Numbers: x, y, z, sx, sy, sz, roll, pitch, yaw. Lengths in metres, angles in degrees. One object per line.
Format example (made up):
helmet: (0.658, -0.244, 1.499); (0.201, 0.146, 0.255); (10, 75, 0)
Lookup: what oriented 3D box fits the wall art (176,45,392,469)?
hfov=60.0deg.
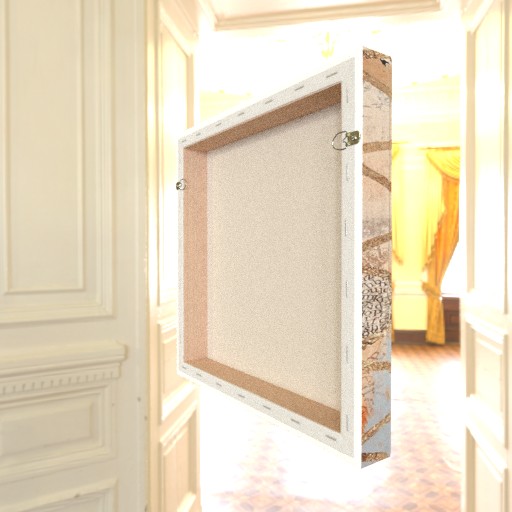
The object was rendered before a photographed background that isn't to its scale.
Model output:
wall art: (0.000, 0.000, 0.447); (0.036, 0.304, 0.303); (-1, 1, -35)
